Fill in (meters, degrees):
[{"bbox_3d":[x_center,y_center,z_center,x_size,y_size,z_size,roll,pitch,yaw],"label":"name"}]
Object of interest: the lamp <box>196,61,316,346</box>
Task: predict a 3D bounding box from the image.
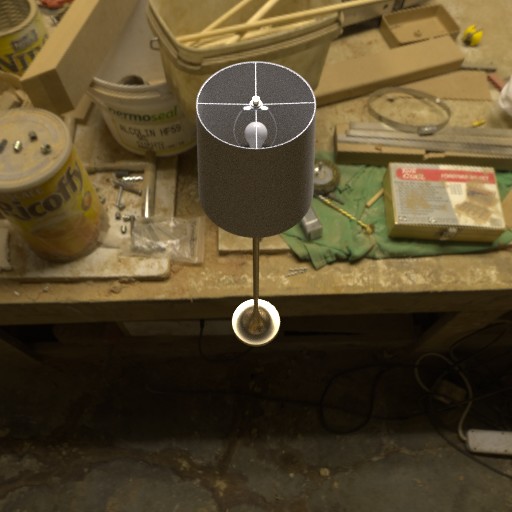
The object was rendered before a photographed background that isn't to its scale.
[{"bbox_3d":[0.000,0.000,1.687,0.337,1.543,0.337,0,63,0],"label":"lamp"}]
